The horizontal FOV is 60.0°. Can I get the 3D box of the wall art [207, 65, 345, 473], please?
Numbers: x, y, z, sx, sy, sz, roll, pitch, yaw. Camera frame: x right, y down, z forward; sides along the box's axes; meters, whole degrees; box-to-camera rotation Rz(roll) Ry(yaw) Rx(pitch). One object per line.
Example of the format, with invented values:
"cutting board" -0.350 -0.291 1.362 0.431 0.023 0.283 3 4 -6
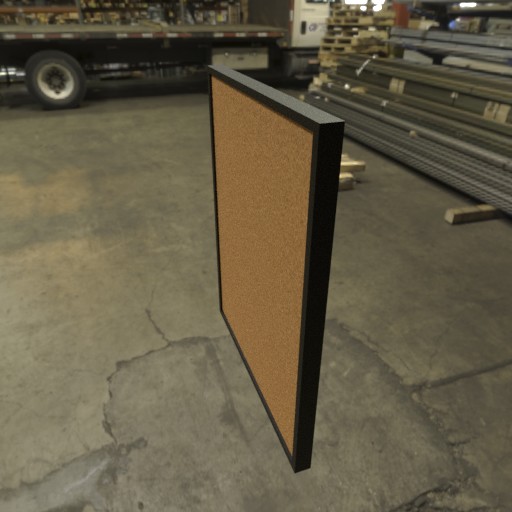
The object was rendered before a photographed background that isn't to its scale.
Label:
"wall art" 0.000 0.000 0.767 0.029 0.559 0.457 -10 32 -17
